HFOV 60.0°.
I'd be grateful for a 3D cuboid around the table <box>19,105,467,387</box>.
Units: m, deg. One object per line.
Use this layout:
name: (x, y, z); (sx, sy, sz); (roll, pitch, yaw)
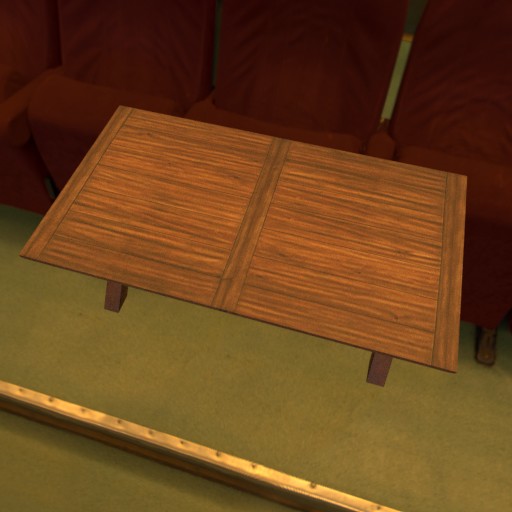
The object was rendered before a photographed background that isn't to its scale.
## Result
table: (0.000, 0.000, 2.504); (1.966, 0.793, 1.071); (14, 59, 8)
